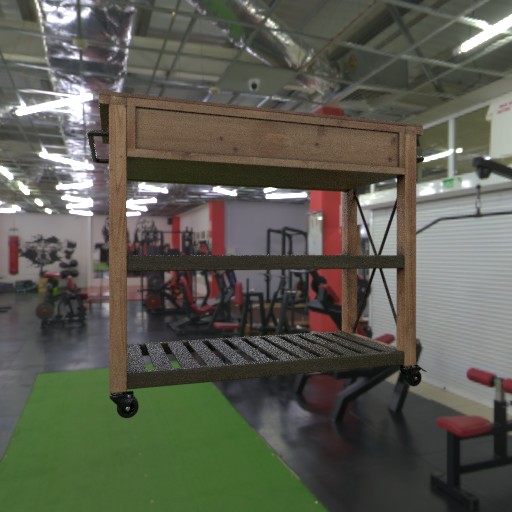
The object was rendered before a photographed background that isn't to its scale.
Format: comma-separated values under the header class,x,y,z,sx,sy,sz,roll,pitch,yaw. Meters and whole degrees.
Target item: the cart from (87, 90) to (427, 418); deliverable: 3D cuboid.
class,x,y,z,sx,sy,sz,roll,pitch,yaw
cart,0.000,0.000,0.979,0.686,0.554,0.298,0,0,-18
